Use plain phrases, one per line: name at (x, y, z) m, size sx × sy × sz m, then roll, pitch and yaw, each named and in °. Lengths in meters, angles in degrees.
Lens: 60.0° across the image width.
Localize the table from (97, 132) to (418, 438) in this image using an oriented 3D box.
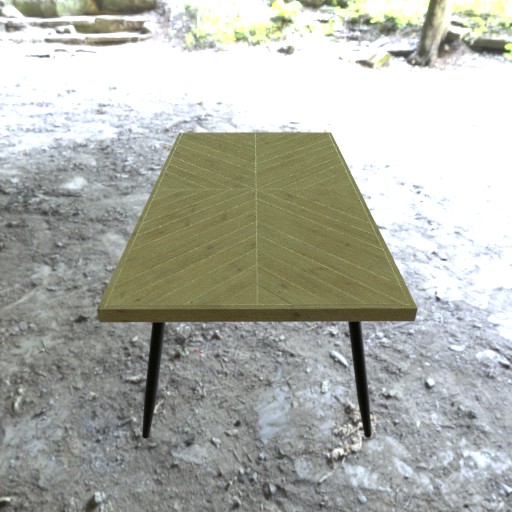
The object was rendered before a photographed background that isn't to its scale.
table at (0.000, 0.000, 2.332) m, size 0.991 × 0.762 × 1.803 m, roll 0°, pitch 32°, yaw 0°
